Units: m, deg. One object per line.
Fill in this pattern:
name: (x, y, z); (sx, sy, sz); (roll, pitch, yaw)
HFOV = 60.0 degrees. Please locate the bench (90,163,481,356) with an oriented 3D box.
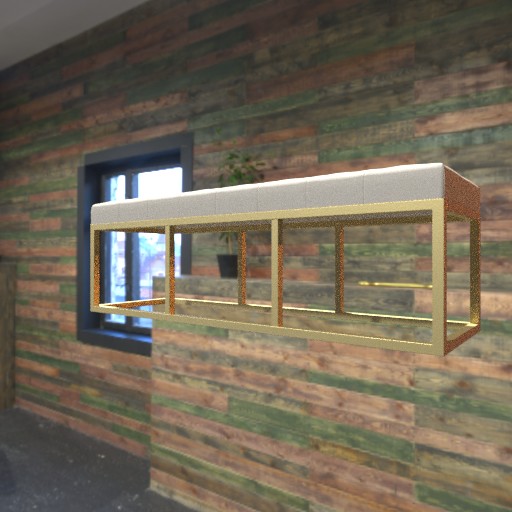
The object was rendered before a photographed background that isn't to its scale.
bench: (0.000, 0.000, 1.684); (1.473, 0.484, 0.457); (0, 0, 37)
